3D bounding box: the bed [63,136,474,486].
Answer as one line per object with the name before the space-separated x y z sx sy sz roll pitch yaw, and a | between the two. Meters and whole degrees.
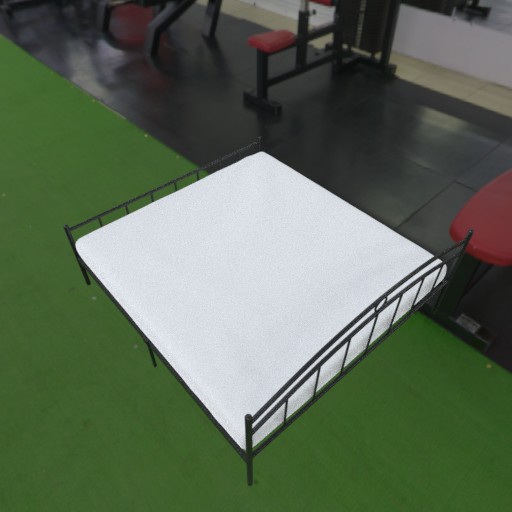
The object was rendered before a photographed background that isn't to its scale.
bed | 0.000 0.000 3.162 1.880 0.940 2.040 -32 53 -28
